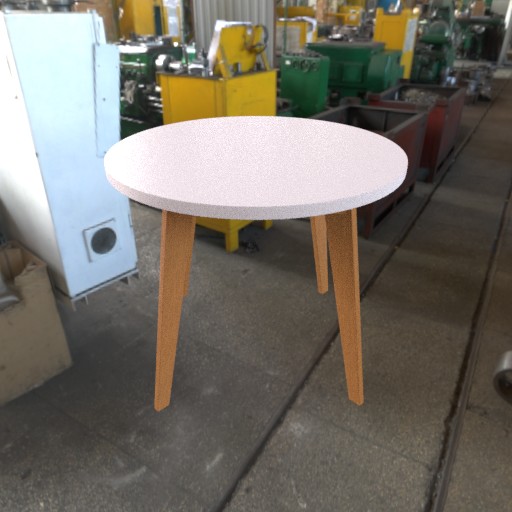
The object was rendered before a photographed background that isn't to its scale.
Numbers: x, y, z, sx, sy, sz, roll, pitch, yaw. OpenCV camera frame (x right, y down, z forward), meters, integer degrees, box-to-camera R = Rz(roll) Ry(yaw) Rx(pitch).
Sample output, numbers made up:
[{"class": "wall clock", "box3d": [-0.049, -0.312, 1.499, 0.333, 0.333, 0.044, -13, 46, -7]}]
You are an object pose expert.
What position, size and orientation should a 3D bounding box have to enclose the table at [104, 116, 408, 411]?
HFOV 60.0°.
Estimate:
[{"class": "table", "box3d": [0.000, 0.000, 1.551, 0.896, 0.762, 0.896, 0, 30, 0]}]
